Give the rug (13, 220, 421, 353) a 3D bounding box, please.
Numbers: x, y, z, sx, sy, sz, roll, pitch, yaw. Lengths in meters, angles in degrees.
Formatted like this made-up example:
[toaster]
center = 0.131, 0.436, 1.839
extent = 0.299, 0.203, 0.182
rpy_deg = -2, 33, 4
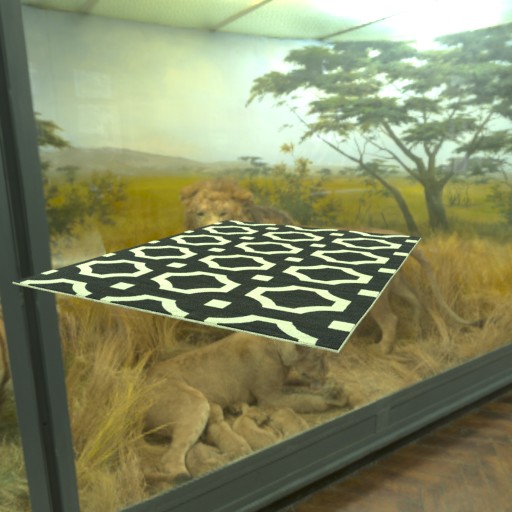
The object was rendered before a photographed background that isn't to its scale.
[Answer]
[rug]
center = 0.000, 0.000, 4.024
extent = 2.466, 0.021, 3.049
rpy_deg = 7, 16, 26
